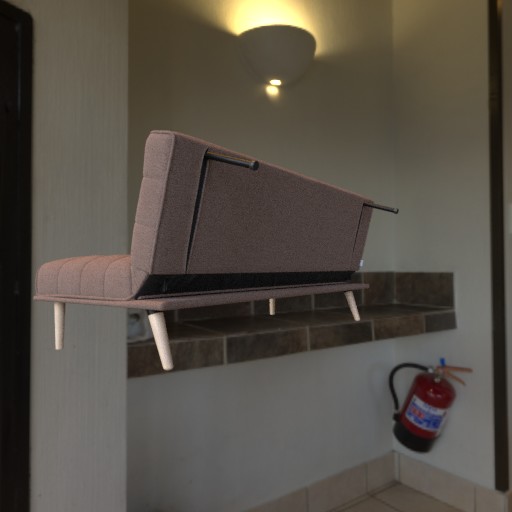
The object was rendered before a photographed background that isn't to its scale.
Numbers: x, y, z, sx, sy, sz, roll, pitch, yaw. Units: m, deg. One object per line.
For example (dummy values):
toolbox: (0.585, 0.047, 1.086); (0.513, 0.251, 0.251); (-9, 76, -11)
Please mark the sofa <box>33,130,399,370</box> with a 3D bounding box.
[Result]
sofa: (0.000, 0.000, 2.312); (1.038, 0.810, 1.820); (-1, -2, 35)
